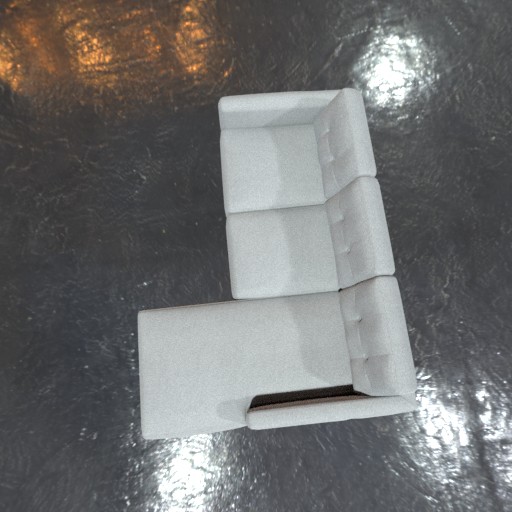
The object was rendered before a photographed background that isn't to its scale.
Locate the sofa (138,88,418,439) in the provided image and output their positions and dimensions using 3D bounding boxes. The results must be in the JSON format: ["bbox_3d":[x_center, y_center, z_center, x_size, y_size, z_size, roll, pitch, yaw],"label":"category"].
[{"bbox_3d":[0.000,0.000,2.802,1.530,0.860,2.040,-6,75,-2],"label":"sofa"}]
